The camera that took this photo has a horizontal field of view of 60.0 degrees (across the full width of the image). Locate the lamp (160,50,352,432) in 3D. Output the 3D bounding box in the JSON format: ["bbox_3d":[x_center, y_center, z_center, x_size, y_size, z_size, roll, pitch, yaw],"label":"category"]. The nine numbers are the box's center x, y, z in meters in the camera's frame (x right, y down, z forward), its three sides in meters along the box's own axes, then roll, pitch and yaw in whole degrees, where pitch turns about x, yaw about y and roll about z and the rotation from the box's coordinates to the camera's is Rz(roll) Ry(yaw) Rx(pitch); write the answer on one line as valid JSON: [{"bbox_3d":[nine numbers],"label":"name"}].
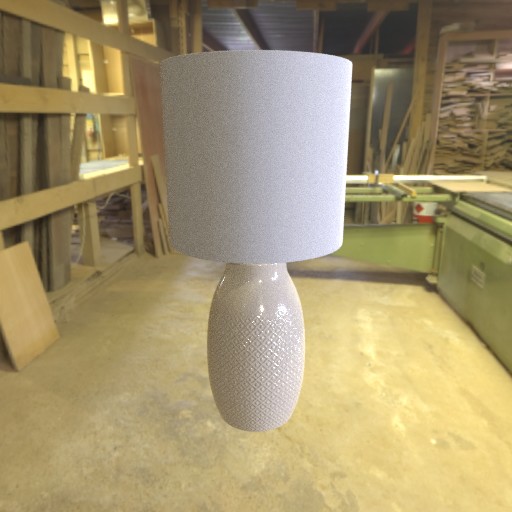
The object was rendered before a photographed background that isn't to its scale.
[{"bbox_3d":[0.000,0.000,0.571,0.217,0.453,0.217,3,16,9],"label":"lamp"}]
